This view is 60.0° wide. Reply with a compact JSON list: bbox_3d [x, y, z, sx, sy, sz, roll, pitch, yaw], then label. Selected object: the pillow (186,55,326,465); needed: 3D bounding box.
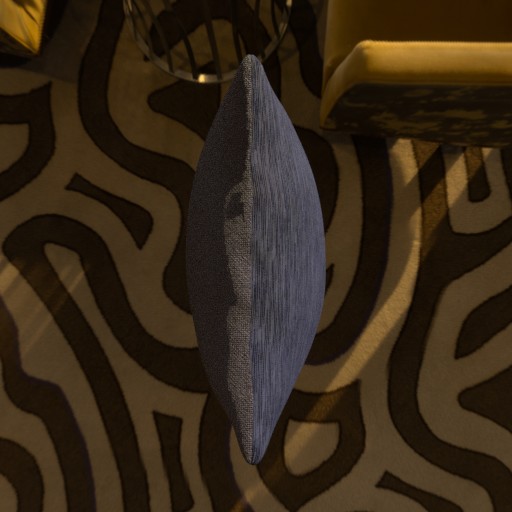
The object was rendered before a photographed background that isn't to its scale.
[{"bbox_3d":[0.000,0.000,0.695,0.204,0.439,0.452,0,90,0],"label":"pillow"}]
